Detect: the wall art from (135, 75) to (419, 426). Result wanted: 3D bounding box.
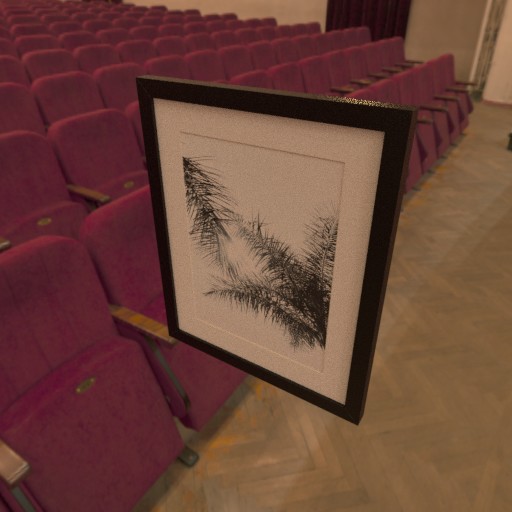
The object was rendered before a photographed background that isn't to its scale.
[{"bbox_3d":[0.000,0.000,0.780,0.457,0.557,0.028,18,35,28],"label":"wall art"}]
